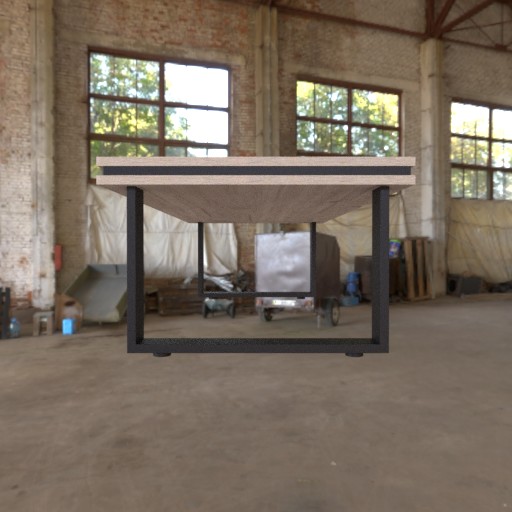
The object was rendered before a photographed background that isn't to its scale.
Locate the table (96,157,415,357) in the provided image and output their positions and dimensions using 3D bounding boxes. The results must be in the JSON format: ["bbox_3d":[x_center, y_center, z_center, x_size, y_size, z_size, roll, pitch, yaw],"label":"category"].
[{"bbox_3d":[0.000,0.000,1.649,0.700,0.450,1.350,0,1,0],"label":"table"}]
